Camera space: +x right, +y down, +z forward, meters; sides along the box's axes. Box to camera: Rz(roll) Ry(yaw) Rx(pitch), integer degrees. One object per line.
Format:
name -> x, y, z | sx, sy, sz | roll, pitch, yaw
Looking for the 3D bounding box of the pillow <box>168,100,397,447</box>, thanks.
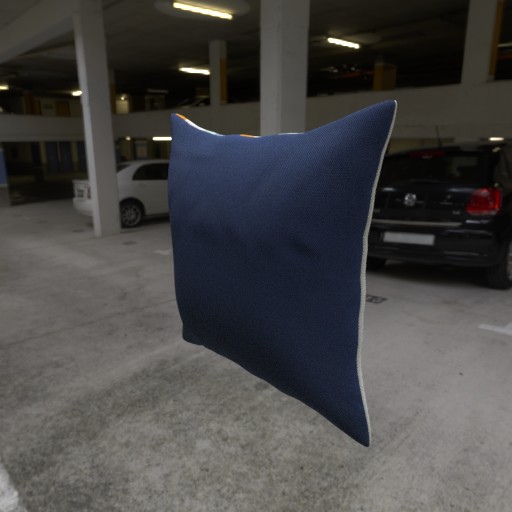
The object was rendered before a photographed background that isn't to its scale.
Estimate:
pillow -> 0.000, 0.000, 0.715 | 0.173, 0.454, 0.463 | -13, 20, -41
